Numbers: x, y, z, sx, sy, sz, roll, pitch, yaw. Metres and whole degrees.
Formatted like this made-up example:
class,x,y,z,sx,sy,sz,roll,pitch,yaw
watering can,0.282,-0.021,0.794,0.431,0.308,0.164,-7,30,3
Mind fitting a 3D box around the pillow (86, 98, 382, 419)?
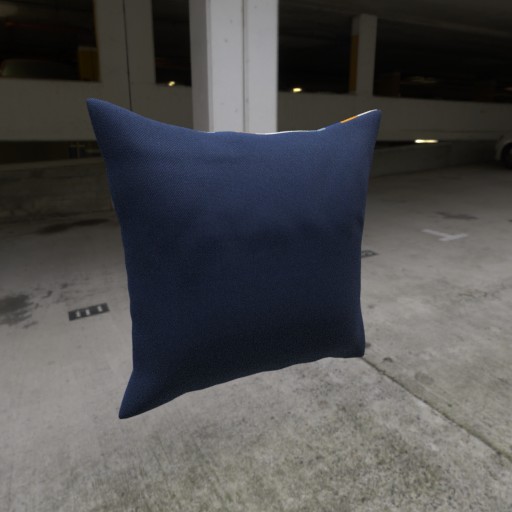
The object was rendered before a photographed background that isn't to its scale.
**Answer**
class,x,y,z,sx,sy,sz,roll,pitch,yaw
pillow,0.000,0.000,0.700,0.463,0.454,0.173,-7,17,-25
